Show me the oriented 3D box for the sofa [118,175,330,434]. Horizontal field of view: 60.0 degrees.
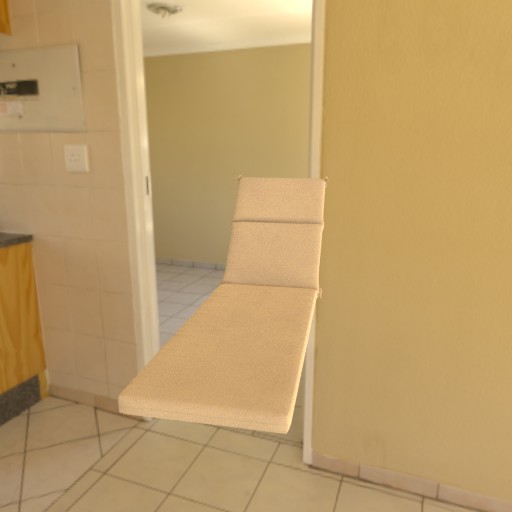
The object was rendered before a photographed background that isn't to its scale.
[{"bbox_3d":[0.000,0.000,1.990,0.582,0.622,1.663,3,14,11],"label":"sofa"}]
